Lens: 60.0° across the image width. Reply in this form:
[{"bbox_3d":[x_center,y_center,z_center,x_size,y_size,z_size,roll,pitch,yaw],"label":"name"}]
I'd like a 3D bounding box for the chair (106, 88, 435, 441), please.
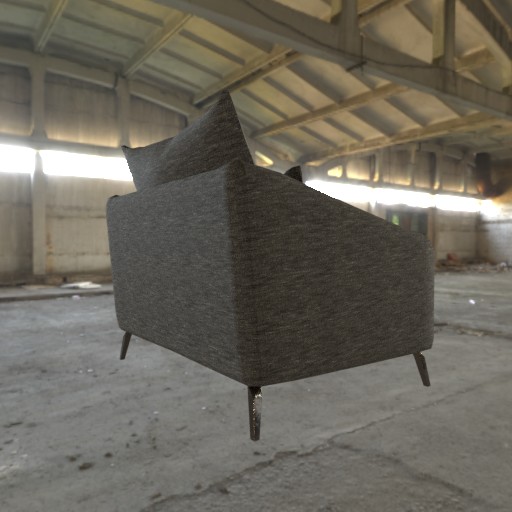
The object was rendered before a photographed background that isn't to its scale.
[{"bbox_3d":[0.000,0.000,1.612,0.805,0.842,1.004,-1,1,-36],"label":"chair"}]
